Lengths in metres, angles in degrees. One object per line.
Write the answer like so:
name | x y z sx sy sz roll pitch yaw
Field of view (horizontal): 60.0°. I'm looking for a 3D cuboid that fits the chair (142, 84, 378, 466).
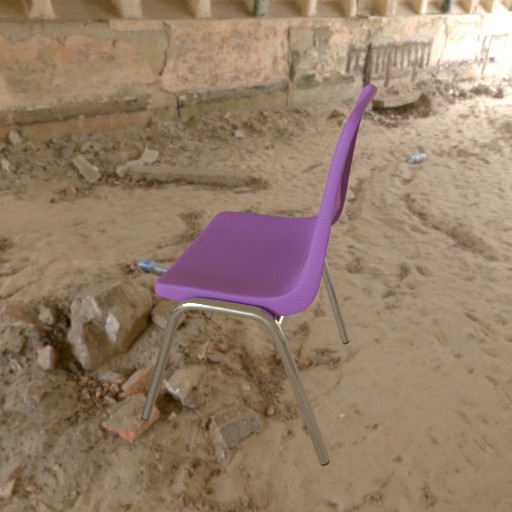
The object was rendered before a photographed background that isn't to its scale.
chair | 0.000 0.000 0.672 0.301 0.493 0.291 8 30 14
